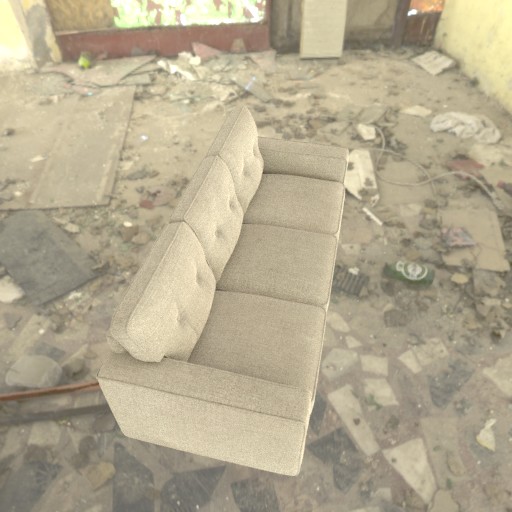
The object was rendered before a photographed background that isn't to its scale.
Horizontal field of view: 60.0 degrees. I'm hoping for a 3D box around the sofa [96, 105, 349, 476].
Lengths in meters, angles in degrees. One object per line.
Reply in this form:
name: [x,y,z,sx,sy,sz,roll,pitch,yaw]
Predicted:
sofa: [0.000,0.000,2.658,0.939,0.965,2.133,9,45,9]
